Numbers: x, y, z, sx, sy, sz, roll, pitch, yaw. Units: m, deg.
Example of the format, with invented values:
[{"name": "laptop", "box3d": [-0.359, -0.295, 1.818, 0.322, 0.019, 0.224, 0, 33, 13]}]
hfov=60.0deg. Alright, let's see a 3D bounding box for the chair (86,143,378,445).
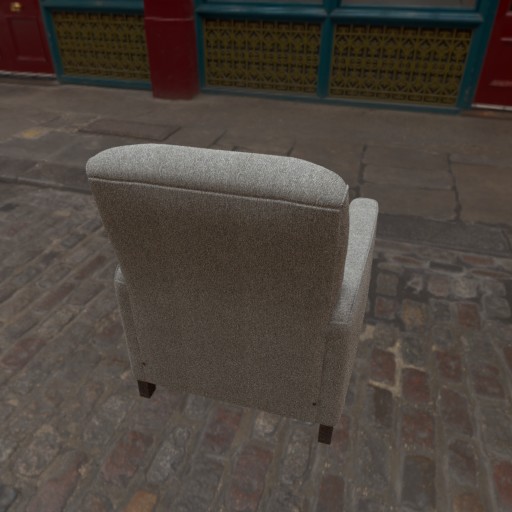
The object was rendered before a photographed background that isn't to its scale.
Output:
[{"name": "chair", "box3d": [0.000, 0.000, 1.650, 0.841, 1.028, 0.858, 9, 33, 14]}]
